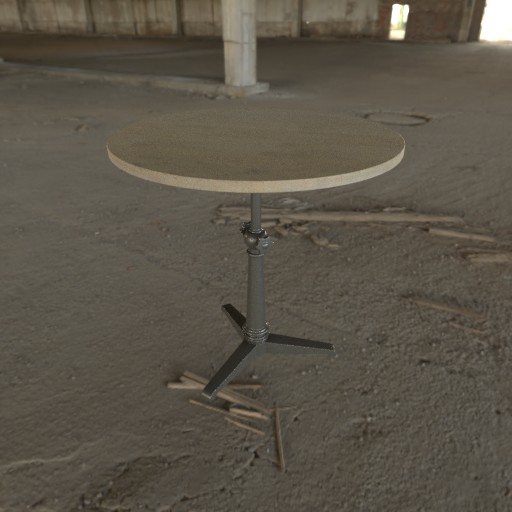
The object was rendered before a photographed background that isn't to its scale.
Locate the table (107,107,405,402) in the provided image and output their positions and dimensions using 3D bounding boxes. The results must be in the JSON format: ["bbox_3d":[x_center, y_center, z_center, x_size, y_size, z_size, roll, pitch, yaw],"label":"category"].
[{"bbox_3d":[0.000,0.000,1.426,0.800,0.780,0.800,0,29,0],"label":"table"}]
